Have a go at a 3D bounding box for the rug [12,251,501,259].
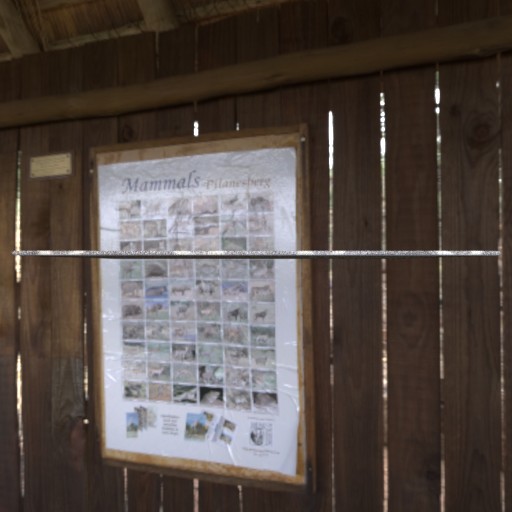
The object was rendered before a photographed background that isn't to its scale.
[{"bbox_3d":[0.000,0.000,3.325,2.701,0.026,1.801,0,-1,-1],"label":"rug"}]
